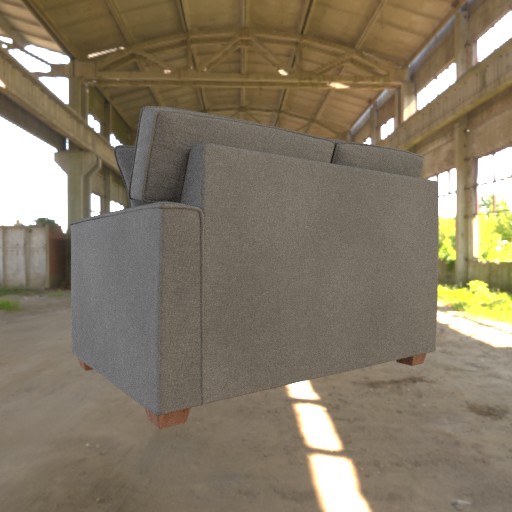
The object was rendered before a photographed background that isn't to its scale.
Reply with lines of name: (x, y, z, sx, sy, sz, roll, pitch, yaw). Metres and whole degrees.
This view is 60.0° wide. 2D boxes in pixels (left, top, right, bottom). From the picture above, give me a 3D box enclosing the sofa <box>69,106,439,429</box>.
sofa: (0.000, 0.000, 2.005, 1.388, 0.989, 0.991, 0, 1, -36)
